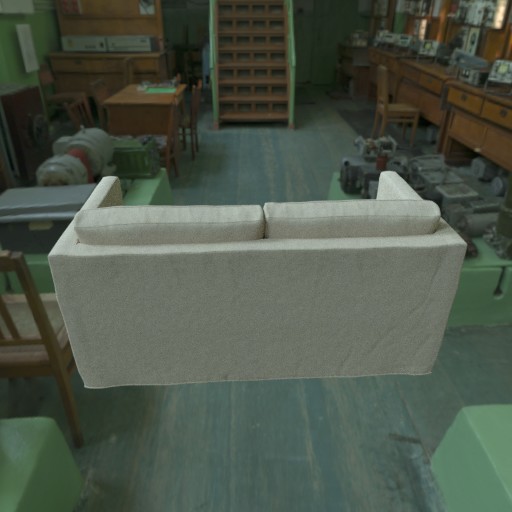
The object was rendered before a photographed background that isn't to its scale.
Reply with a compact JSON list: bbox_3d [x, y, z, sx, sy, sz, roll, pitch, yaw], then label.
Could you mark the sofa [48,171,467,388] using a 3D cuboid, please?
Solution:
[{"bbox_3d":[0.000,0.000,2.309,1.719,0.835,0.962,-2,30,-3],"label":"sofa"}]
